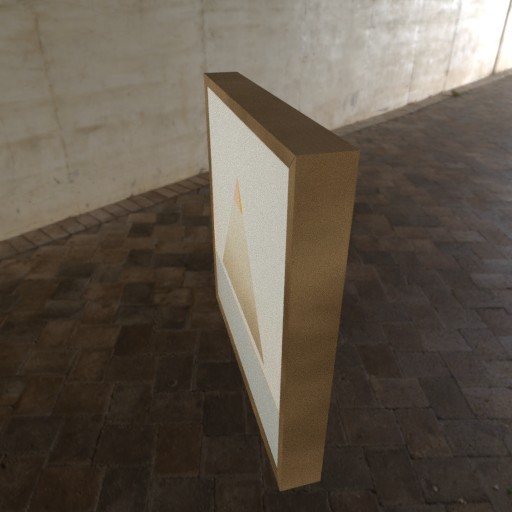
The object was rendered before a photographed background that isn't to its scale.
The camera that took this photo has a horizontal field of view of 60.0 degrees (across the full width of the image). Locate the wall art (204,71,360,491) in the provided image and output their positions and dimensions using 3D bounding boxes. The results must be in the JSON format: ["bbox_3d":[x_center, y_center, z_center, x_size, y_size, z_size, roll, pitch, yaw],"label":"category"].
[{"bbox_3d":[0.000,0.000,0.445,0.038,0.303,0.305,-8,31,-13],"label":"wall art"}]
